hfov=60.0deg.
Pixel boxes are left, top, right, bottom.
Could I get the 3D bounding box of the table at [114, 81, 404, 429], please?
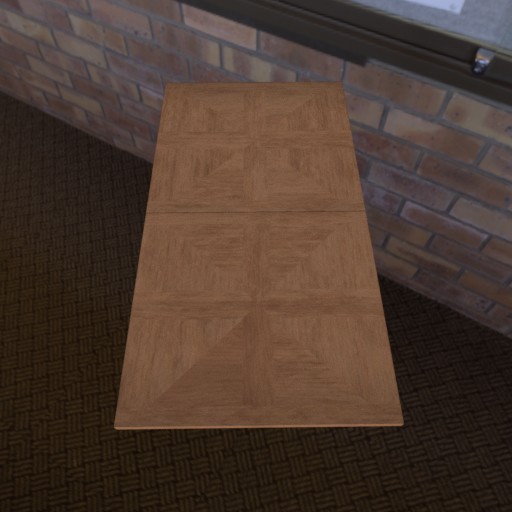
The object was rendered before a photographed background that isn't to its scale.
[{"bbox_3d":[0.000,0.000,2.375,1.016,0.768,1.881,-1,58,0],"label":"table"}]
